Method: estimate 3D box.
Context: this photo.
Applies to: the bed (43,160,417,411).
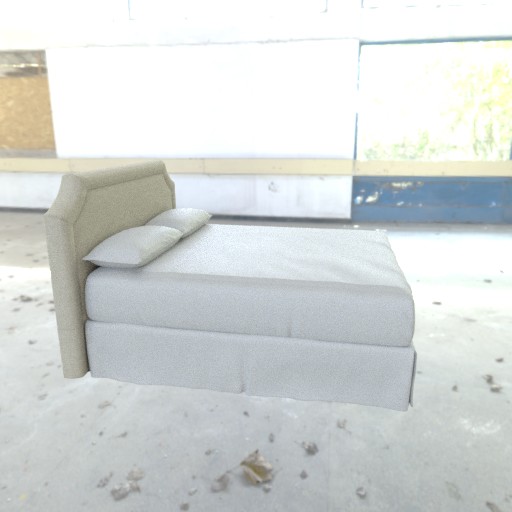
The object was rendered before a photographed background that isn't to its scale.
[{"bbox_3d":[0.000,0.000,3.303,2.164,1.297,1.828,3,16,10],"label":"bed"}]
